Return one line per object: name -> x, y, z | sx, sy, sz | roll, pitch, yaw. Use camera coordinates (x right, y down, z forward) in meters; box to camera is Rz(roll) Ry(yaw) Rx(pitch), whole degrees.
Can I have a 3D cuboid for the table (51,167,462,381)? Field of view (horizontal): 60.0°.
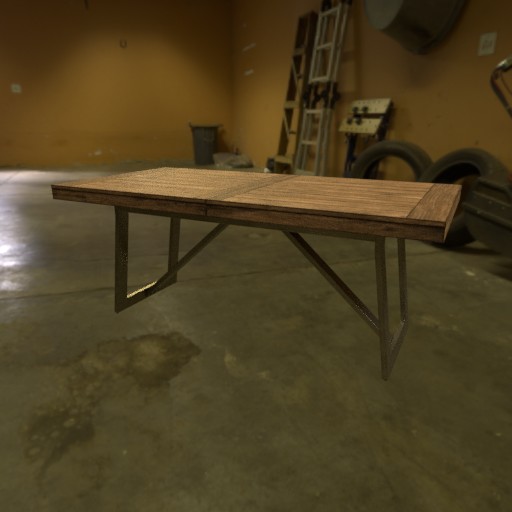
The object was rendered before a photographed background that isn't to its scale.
table -> 0.000, 0.000, 2.364 | 1.867, 0.757, 0.931 | 9, 19, 25
